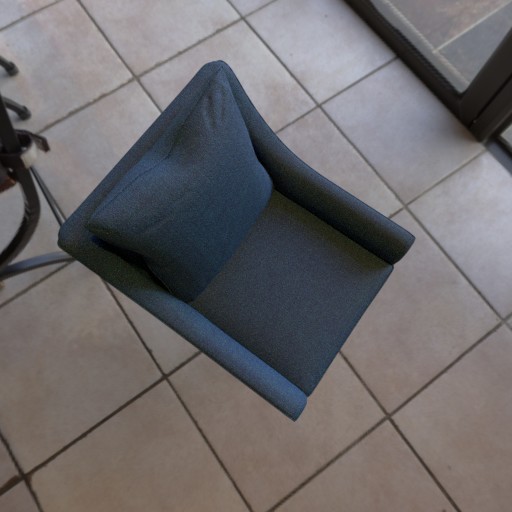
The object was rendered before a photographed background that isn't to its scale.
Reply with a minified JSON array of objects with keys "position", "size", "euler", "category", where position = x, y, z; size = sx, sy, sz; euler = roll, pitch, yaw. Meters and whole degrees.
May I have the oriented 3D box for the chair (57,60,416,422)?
[{"position":[0.000,0.000,1.570],"size":[0.870,0.939,0.750],"euler":[35,78,9],"category":"chair"}]
